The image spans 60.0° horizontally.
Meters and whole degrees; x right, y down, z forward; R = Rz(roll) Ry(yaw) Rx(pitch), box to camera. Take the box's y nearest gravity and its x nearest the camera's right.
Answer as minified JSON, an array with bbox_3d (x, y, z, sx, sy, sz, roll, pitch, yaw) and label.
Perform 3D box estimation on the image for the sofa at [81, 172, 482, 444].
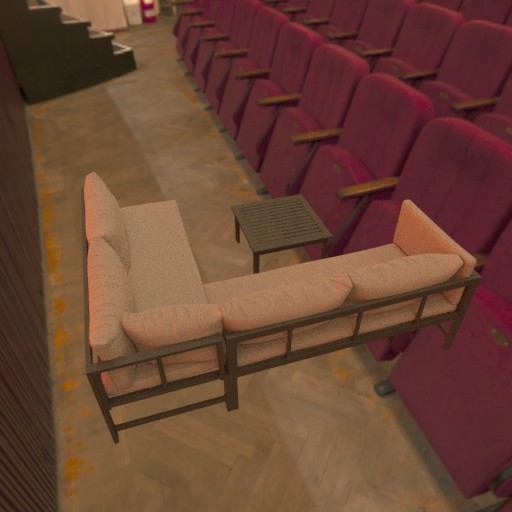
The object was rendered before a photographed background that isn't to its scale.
[{"bbox_3d":[0.000,0.000,2.960,2.096,0.758,1.658,-11,41,-13],"label":"sofa"}]
